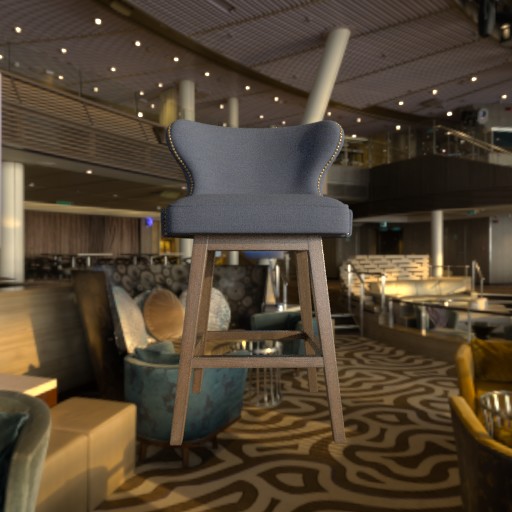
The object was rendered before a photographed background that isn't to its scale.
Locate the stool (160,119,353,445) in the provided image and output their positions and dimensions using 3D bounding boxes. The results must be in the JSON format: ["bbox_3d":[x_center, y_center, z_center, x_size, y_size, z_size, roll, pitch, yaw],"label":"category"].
[{"bbox_3d":[0.000,0.000,1.405,0.615,0.972,0.597,0,0,-1],"label":"stool"}]
